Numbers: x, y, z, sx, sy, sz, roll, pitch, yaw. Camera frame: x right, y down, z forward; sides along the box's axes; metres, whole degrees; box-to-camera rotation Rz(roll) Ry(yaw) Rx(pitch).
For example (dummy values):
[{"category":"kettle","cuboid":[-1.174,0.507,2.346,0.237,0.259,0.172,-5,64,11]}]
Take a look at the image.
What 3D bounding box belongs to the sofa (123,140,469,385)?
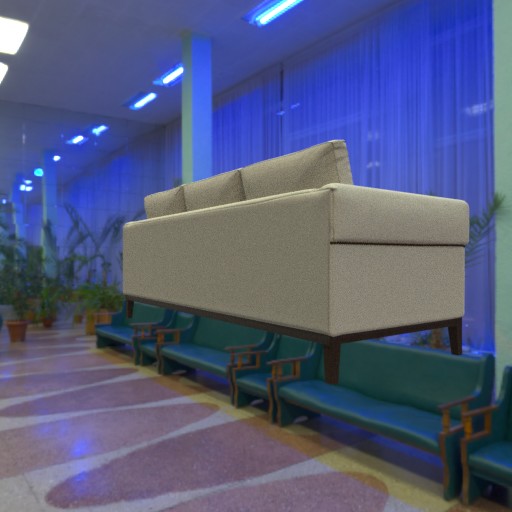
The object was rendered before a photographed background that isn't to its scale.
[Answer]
[{"category":"sofa","cuboid":[0.000,0.000,2.664,0.902,0.911,2.198,0,0,-35]}]
